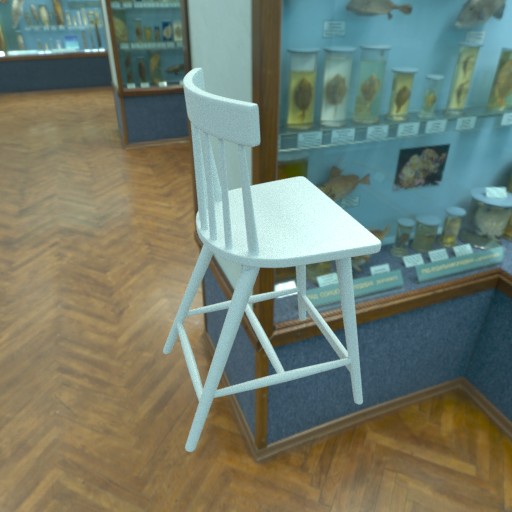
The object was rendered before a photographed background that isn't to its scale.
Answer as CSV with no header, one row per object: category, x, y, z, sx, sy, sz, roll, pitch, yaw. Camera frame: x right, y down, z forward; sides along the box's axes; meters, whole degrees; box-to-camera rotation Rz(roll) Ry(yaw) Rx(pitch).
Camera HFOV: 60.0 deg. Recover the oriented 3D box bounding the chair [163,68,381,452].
chair,0.000,0.000,1.275,0.572,0.952,0.483,-10,33,-16
